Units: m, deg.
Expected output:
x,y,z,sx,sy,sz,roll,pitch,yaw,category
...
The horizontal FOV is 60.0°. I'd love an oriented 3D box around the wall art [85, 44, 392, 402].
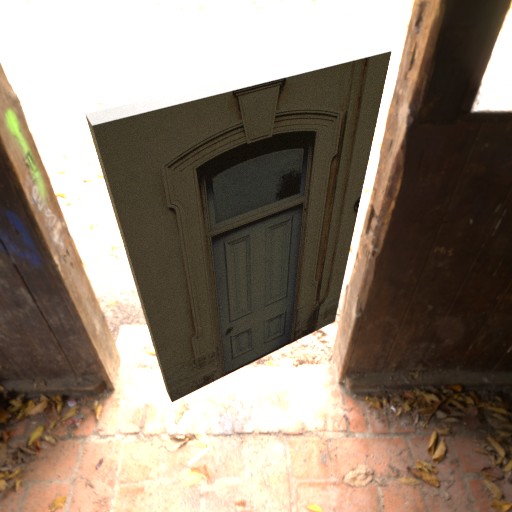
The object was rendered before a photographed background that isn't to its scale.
x,y,z,sx,sy,sz,roll,pitch,yaw,category
0.000,0.000,0.943,0.508,0.764,0.038,-22,49,-20,wall art
